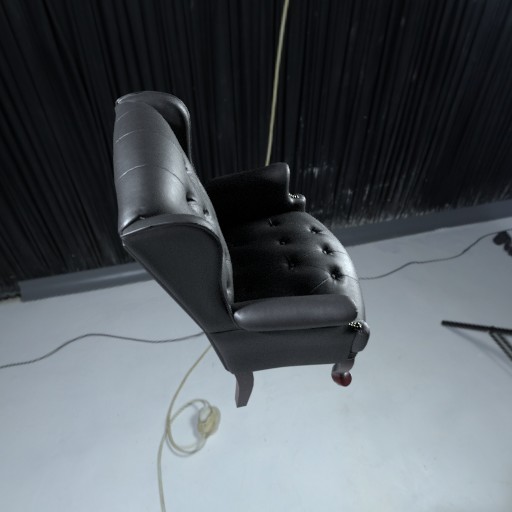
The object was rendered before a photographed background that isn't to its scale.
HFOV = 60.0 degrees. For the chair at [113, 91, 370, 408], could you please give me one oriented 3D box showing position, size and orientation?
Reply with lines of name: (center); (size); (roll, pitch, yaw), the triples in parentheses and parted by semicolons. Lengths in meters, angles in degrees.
chair: (0.000, 0.000, 1.664); (0.822, 1.133, 0.831); (-10, 47, -9)
